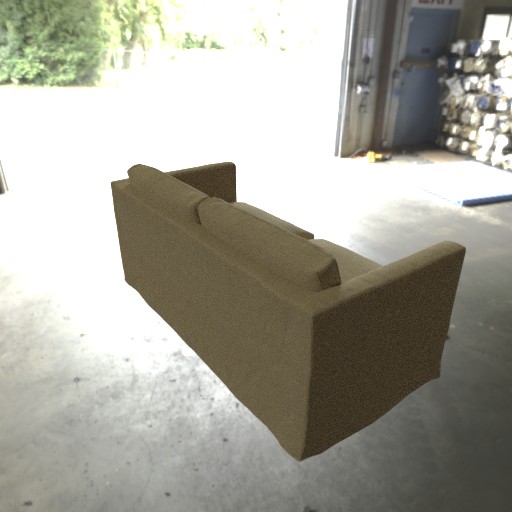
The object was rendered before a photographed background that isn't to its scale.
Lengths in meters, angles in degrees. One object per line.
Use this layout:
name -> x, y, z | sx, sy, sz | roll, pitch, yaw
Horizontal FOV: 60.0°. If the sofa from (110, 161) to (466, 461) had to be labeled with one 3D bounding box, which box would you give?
sofa -> 0.000, 0.000, 2.523 | 0.962, 0.835, 1.959 | -18, 31, -32
